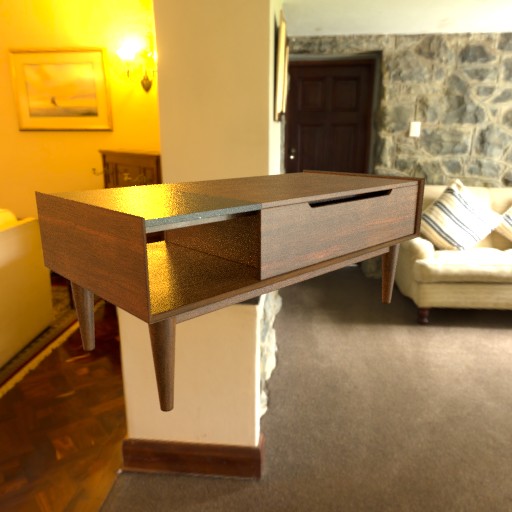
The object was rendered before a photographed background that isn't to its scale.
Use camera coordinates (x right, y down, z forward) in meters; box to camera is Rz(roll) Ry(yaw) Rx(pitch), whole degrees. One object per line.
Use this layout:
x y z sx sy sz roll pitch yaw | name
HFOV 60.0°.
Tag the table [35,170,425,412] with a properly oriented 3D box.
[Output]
0.000 0.000 1.569 1.221 0.508 0.610 -14 21 -42 | table
